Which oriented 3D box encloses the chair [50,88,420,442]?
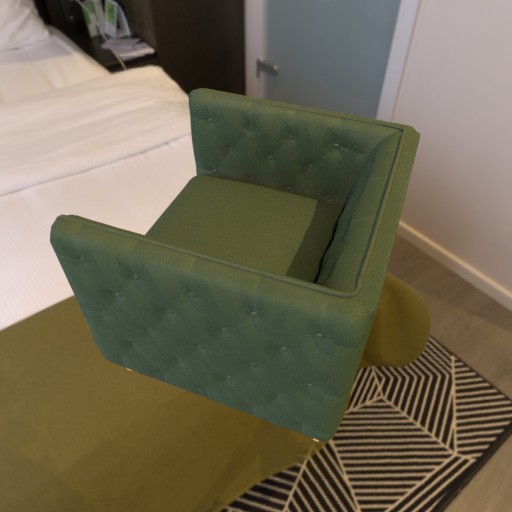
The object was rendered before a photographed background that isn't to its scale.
[{"bbox_3d":[0.000,0.000,1.562,0.855,0.768,0.917,16,48,15],"label":"chair"}]
